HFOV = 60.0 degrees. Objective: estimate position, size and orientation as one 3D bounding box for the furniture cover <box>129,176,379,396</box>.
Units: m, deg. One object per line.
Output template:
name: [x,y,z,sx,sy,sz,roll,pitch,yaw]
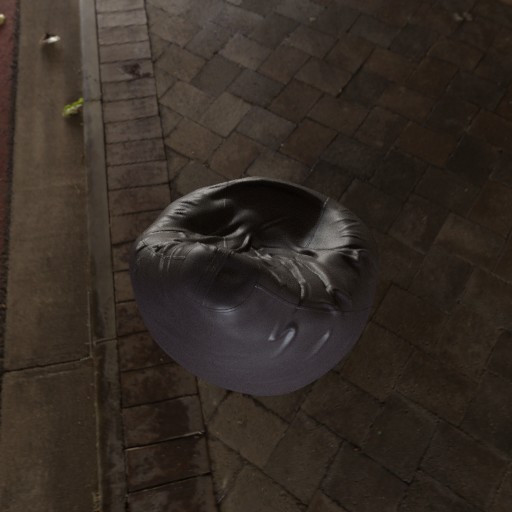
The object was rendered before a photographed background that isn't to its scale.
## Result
furniture cover: [0.000,0.000,1.894,1.070,0.990,1.070,19,66,9]
